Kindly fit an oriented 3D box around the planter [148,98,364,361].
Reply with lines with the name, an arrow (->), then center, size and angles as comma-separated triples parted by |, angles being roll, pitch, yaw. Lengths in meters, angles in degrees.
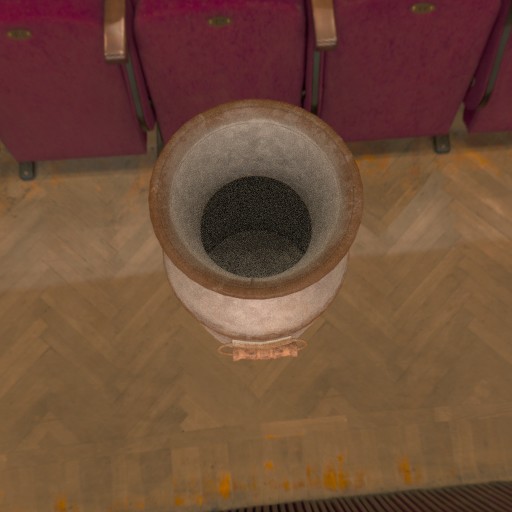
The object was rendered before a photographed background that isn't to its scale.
planter -> 0.000, 0.000, 0.540 | 0.214, 0.396, 0.245 | -4, 75, -1
